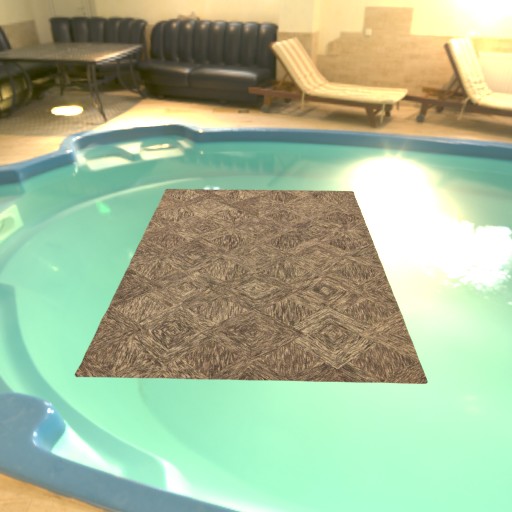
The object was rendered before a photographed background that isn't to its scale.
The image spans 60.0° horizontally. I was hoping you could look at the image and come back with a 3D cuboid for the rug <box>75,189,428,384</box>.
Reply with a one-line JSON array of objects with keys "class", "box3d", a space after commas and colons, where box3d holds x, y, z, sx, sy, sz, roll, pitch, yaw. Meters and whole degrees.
[{"class": "rug", "box3d": [0.000, 0.000, 4.398, 2.448, 0.017, 3.204, 1, 32, 1]}]
